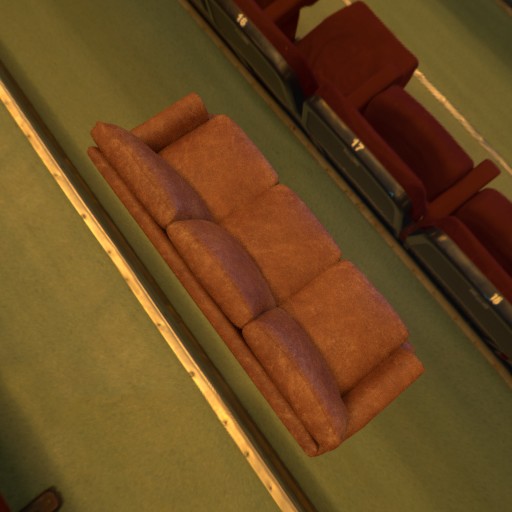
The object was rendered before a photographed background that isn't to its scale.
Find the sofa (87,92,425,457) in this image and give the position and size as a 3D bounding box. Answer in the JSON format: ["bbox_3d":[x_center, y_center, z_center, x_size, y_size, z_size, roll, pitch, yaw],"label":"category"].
[{"bbox_3d":[0.000,0.000,2.839,0.973,0.977,2.351,-36,78,-9],"label":"sofa"}]
